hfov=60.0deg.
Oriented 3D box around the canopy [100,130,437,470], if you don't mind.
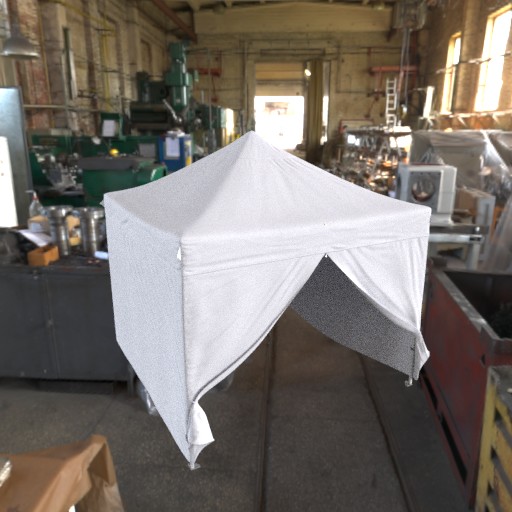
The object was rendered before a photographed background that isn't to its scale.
[{"bbox_3d":[0.000,0.000,5.508,3.043,2.997,3.121,-9,18,-28],"label":"canopy"}]
